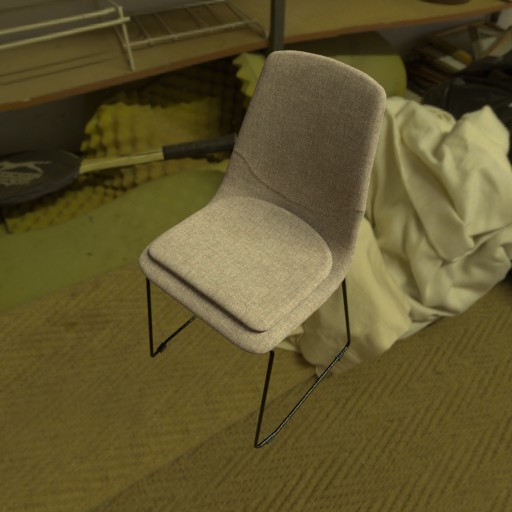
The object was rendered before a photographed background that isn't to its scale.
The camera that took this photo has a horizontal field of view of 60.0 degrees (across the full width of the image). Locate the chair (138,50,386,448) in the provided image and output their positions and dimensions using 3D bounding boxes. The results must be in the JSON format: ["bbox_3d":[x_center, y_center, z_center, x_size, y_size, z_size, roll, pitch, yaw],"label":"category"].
[{"bbox_3d":[0.000,0.000,1.149,0.479,0.858,0.518,32,54,27],"label":"chair"}]
